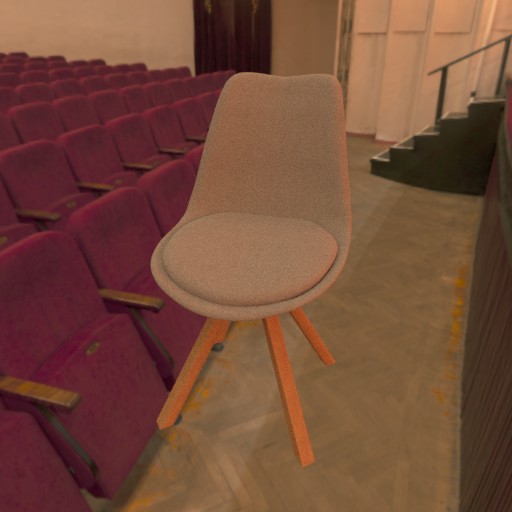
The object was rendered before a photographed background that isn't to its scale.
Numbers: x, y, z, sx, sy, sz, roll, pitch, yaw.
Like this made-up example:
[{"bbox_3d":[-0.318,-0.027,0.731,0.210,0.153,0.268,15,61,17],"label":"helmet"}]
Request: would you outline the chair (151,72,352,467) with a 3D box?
[{"bbox_3d":[0.000,0.000,1.168,0.474,0.863,0.549,8,27,16],"label":"chair"}]
